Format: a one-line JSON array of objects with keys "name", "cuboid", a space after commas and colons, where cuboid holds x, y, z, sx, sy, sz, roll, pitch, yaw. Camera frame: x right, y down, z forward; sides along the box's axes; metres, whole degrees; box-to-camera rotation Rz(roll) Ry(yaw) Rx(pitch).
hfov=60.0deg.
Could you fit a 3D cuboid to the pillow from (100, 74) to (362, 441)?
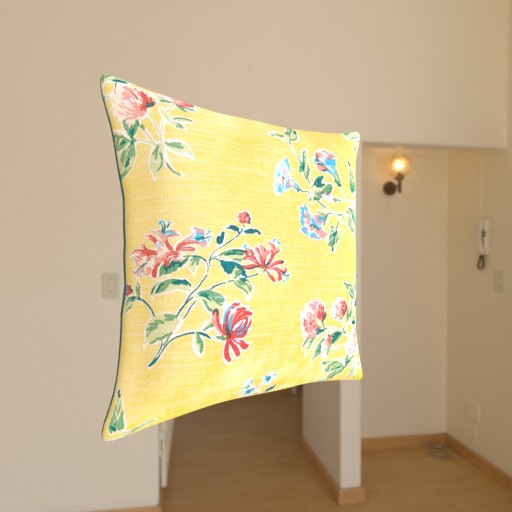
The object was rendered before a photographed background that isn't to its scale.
[{"name": "pillow", "cuboid": [0.000, 0.000, 0.762, 0.525, 0.508, 0.166, 0, 0, -35]}]
